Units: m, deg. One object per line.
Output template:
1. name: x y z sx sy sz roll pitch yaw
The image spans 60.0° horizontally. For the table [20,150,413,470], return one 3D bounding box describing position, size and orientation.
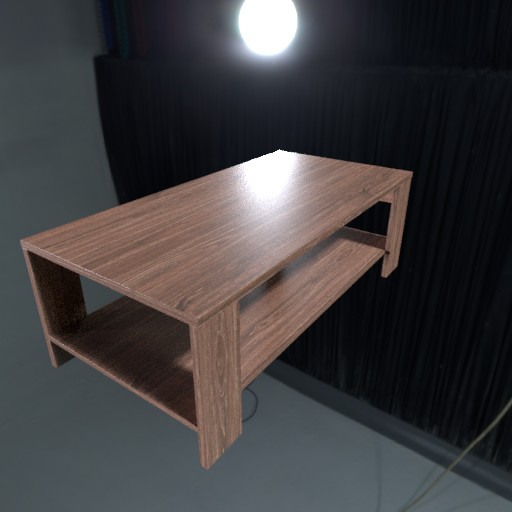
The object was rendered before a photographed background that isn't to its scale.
1. table: 0.000 0.000 1.483 0.600 0.400 1.200 18 31 31
